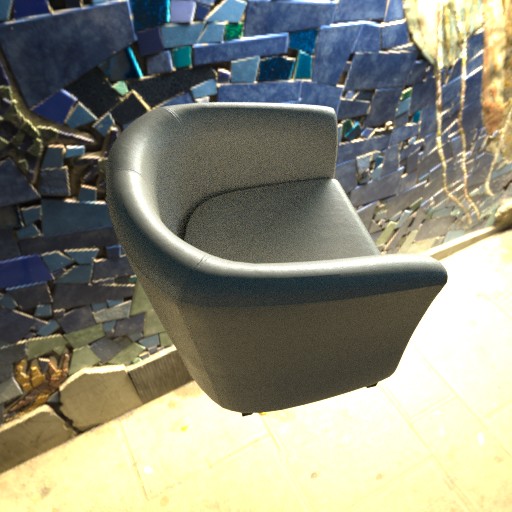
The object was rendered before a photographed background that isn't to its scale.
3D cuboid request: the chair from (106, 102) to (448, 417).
[{"bbox_3d":[0.000,0.000,1.356,0.727,0.756,0.792,-10,48,-9],"label":"chair"}]
